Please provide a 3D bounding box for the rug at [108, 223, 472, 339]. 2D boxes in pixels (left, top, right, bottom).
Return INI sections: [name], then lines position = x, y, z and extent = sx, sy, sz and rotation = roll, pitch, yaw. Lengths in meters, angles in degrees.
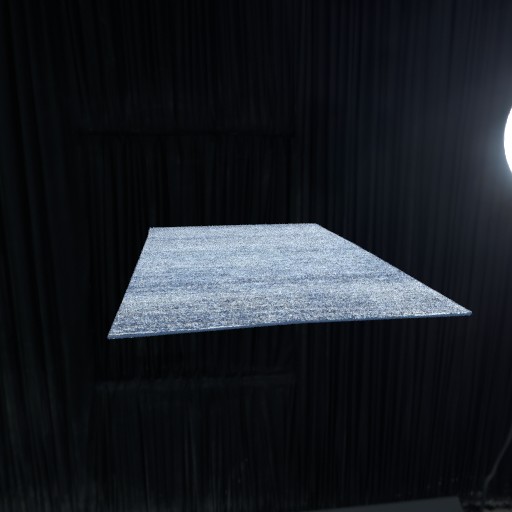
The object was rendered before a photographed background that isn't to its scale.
[rug]
position = 0.000, 0.000, 2.221
extent = 1.159, 0.025, 1.793
rotation = -2, 14, -9
